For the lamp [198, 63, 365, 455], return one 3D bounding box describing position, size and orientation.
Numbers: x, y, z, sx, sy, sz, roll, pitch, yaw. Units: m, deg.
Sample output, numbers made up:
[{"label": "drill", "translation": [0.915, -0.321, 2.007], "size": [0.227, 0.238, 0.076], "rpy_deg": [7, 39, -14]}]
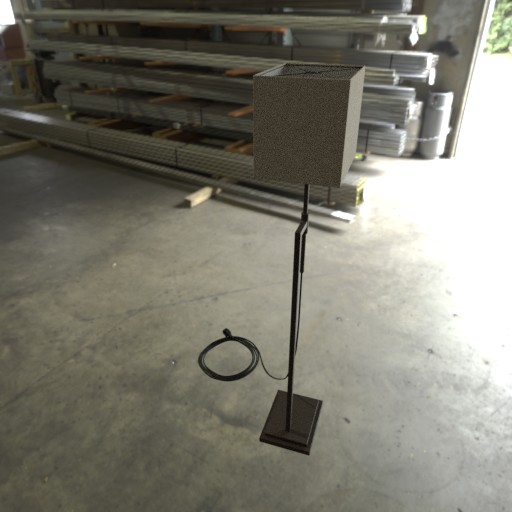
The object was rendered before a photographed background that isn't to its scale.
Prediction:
[{"label": "lamp", "translation": [0.000, 0.000, 1.985], "size": [0.774, 1.600, 0.698], "rpy_deg": [9, 31, 16]}]
